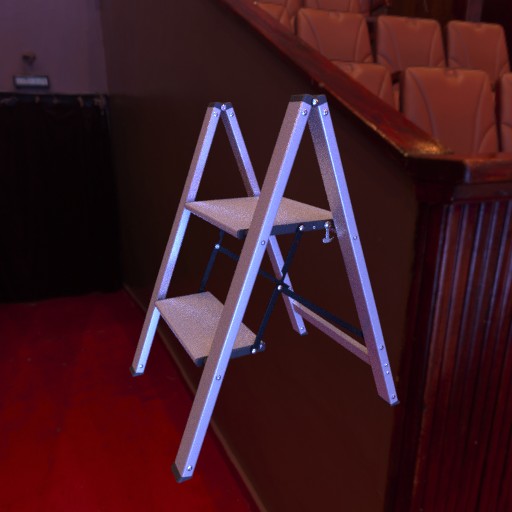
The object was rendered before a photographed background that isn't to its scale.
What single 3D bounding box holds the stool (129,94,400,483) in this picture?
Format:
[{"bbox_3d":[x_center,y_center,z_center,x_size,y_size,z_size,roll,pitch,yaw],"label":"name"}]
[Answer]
[{"bbox_3d":[0.000,0.000,1.005,0.535,0.670,0.440,-8,19,-25],"label":"stool"}]
